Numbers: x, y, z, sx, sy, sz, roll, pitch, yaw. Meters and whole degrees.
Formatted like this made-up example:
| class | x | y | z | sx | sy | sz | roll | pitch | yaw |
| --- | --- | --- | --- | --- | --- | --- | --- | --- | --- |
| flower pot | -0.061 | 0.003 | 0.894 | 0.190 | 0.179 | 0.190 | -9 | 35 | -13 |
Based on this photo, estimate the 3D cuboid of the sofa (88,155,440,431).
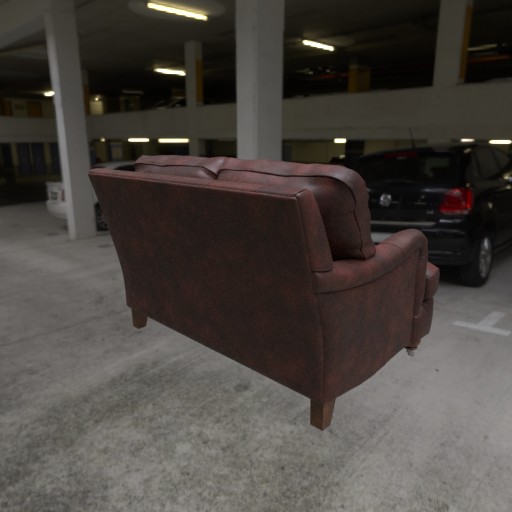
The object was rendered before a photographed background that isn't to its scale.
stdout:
| class | x | y | z | sx | sy | sz | roll | pitch | yaw |
| --- | --- | --- | --- | --- | --- | --- | --- | --- | --- |
| sofa | 0.000 | 0.000 | 2.433 | 1.628 | 1.070 | 1.148 | 14 | 21 | 43 |
